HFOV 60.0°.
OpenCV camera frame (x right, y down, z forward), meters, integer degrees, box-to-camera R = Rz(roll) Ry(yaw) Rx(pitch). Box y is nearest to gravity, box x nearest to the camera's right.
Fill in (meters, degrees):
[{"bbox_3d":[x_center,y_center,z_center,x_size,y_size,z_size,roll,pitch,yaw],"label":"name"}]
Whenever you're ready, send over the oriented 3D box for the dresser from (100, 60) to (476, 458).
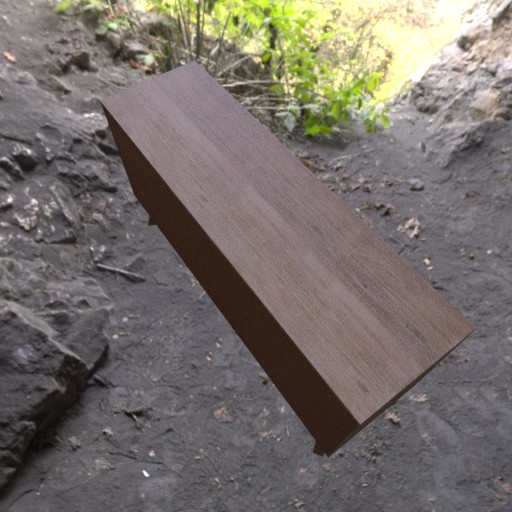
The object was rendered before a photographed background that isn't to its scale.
[{"bbox_3d":[0.000,0.000,1.888,0.455,0.805,1.554,-31,63,-18],"label":"dresser"}]
